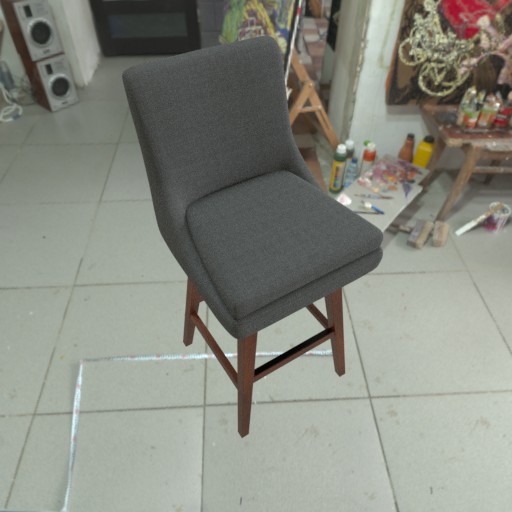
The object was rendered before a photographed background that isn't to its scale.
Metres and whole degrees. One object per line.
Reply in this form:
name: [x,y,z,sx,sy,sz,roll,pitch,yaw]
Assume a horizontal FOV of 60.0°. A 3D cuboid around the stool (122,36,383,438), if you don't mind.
stool: [0.000,0.000,1.247,0.447,0.977,0.524,-24,50,-22]
